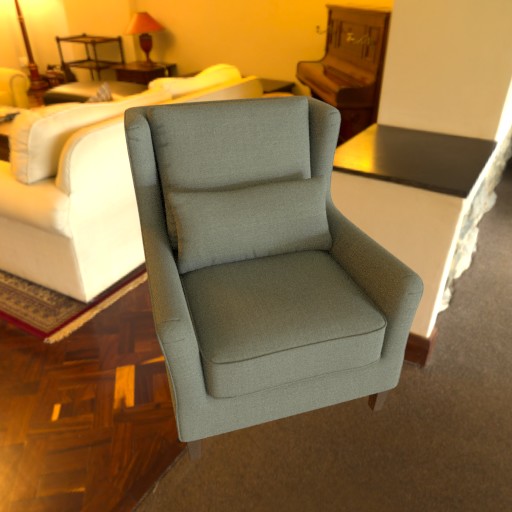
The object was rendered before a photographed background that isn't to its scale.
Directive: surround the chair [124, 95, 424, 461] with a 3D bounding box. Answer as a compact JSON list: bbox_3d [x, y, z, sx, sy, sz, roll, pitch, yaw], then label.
[{"bbox_3d":[0.000,0.000,1.765,0.866,1.056,1.040,-9,32,-15],"label":"chair"}]
